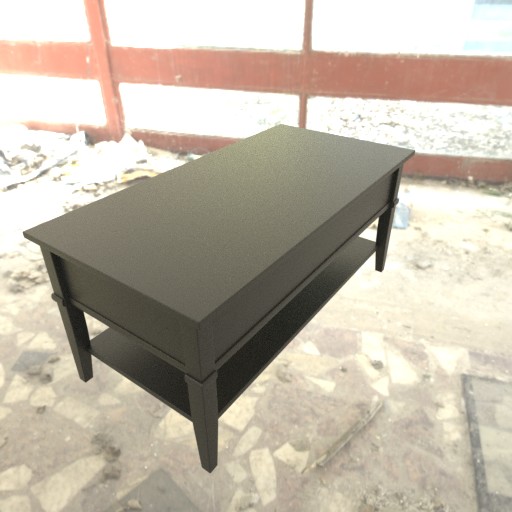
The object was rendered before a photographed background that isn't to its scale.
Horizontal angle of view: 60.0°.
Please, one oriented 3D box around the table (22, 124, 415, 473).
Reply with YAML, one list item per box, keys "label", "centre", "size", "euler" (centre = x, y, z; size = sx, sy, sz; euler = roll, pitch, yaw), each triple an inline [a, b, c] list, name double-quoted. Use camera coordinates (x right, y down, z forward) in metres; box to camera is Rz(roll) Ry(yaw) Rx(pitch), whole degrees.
- label: "table"
  centre: [0.000, 0.000, 1.333]
  size: [0.523, 0.470, 1.044]
  euler: [21, 38, 30]
